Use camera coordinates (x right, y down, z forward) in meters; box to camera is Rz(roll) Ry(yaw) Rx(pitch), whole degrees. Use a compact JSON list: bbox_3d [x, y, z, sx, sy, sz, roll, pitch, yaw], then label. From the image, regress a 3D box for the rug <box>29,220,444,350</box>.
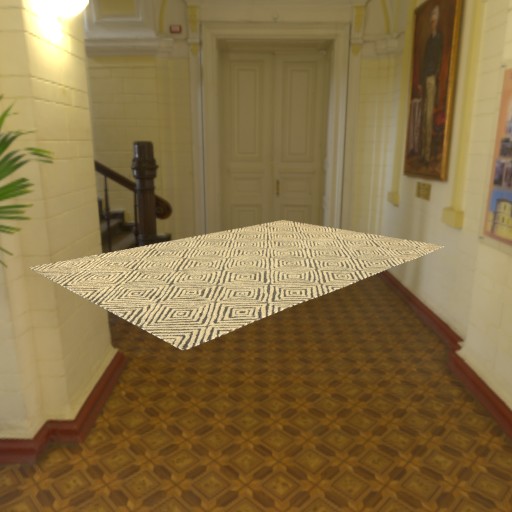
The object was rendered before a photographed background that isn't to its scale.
[{"bbox_3d":[0.000,0.000,2.217,1.177,0.004,1.750,14,20,43],"label":"rug"}]
